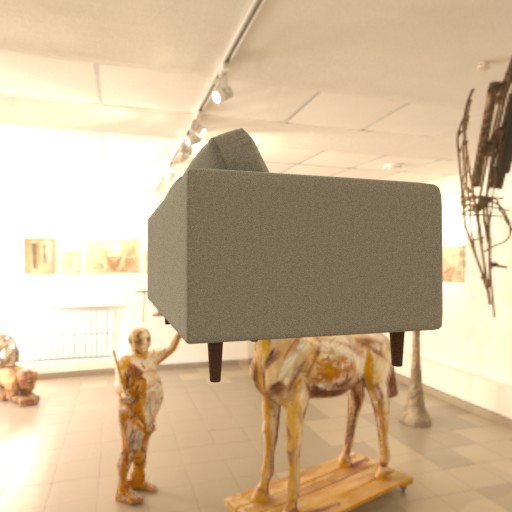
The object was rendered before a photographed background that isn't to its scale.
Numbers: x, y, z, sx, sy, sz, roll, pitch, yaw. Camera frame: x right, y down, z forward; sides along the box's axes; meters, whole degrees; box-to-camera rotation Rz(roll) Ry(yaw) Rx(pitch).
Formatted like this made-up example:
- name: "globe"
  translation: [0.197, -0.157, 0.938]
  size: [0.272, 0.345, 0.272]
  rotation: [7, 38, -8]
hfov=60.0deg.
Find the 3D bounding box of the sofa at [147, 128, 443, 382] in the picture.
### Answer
- name: "sofa"
  translation: [0.000, 0.000, 2.345]
  size: [1.000, 0.900, 1.731]
  rotation: [0, -1, -18]
